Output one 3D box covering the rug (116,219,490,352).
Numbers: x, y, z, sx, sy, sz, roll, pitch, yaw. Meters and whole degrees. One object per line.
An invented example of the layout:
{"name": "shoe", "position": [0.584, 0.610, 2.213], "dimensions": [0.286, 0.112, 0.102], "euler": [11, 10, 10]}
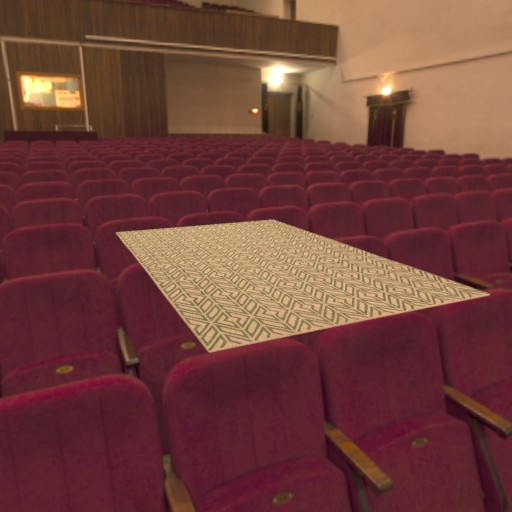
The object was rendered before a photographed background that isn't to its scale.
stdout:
{"name": "rug", "position": [0.000, 0.000, 3.028], "dimensions": [1.517, 0.011, 2.435], "euler": [-7, 16, -24]}
